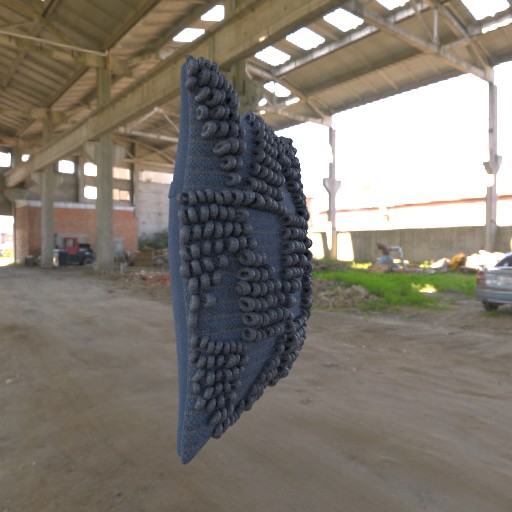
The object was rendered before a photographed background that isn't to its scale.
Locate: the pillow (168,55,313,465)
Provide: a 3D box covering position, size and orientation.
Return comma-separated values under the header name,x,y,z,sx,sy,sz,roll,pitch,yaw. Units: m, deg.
name,x,y,z,sx,sy,sz,roll,pitch,yaw
pillow,0.000,0.000,0.714,0.172,0.466,0.469,0,1,18
